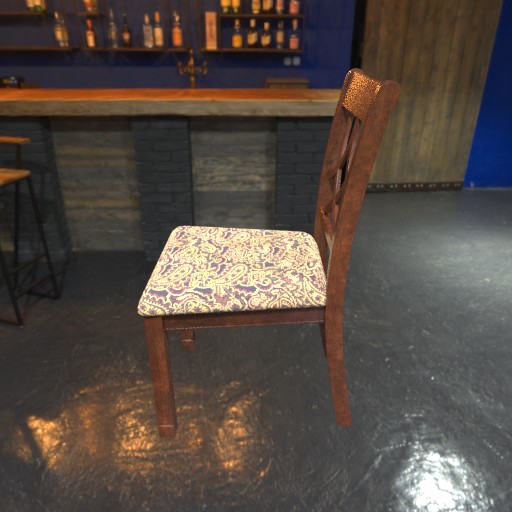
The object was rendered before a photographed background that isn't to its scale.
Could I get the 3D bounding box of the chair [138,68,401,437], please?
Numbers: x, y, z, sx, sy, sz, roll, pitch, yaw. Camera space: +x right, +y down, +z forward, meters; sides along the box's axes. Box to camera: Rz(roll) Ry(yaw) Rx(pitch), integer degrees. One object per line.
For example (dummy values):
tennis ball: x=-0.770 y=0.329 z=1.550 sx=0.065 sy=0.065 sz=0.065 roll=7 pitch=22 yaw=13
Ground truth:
chair: x=0.000 y=0.000 z=1.265 sx=0.584 sy=0.965 sz=0.457 roll=0 pitch=26 yaw=1
